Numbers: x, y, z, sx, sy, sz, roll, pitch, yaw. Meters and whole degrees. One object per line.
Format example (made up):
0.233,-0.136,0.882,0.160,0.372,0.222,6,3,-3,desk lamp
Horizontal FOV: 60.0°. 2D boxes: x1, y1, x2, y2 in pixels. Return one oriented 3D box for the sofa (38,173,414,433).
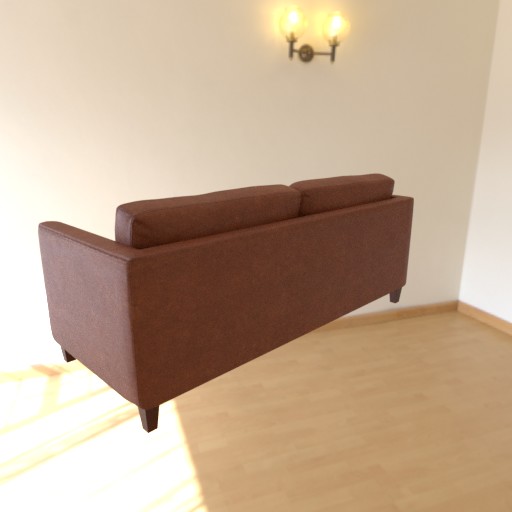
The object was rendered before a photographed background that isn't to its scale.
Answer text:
0.000,0.000,2.711,2.204,0.932,0.950,-15,22,-43,sofa
